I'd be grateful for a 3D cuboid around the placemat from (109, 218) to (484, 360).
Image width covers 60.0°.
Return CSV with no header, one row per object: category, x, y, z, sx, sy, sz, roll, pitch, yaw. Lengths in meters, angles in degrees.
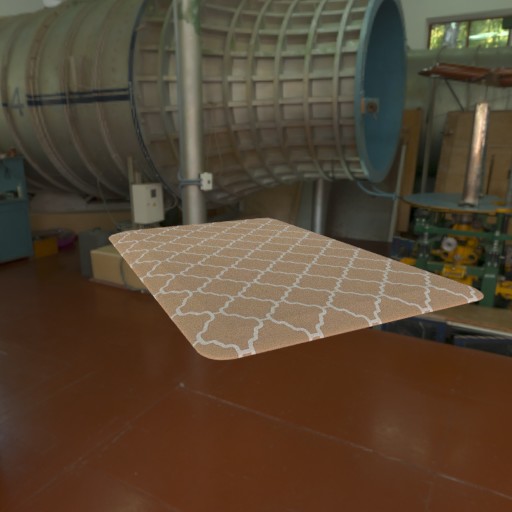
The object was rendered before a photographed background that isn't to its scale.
placemat,0.000,0.000,0.958,0.508,0.021,0.762,-8,17,-26
